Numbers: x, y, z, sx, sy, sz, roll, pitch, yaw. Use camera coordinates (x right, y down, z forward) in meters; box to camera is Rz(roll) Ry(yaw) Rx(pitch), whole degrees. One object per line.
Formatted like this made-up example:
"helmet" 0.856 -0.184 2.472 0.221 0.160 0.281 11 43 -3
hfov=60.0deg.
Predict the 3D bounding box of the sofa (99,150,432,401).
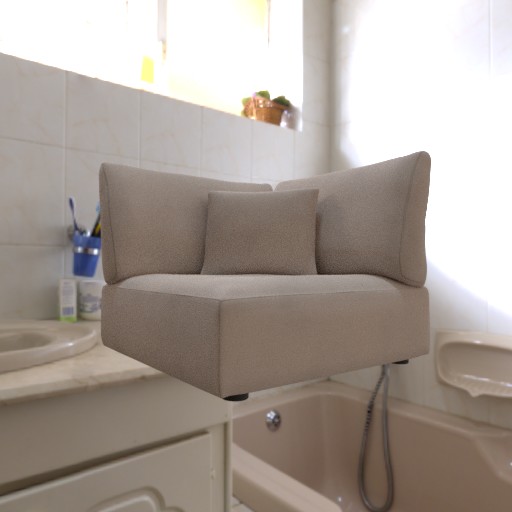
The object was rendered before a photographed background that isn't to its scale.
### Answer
"sofa" 0.000 0.000 1.805 1.000 0.820 1.000 1 -1 -37
